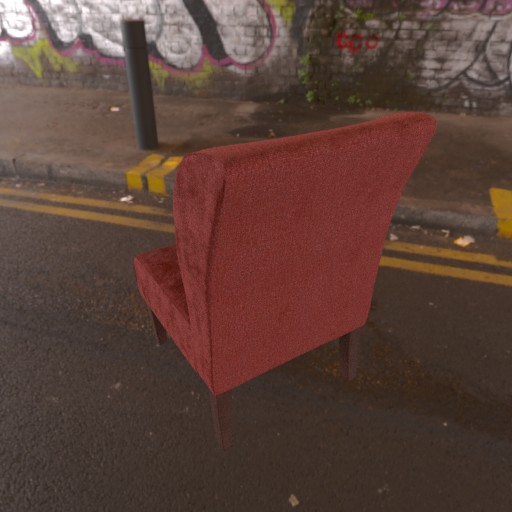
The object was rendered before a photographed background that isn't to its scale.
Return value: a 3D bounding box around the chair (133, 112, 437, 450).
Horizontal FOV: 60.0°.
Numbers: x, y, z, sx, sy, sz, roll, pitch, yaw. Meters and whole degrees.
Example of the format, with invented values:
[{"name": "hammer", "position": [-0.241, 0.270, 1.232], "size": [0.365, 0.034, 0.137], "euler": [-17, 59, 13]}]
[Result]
[{"name": "chair", "position": [0.000, 0.000, 1.250], "size": [0.538, 0.846, 0.640], "euler": [-18, 36, -27]}]
